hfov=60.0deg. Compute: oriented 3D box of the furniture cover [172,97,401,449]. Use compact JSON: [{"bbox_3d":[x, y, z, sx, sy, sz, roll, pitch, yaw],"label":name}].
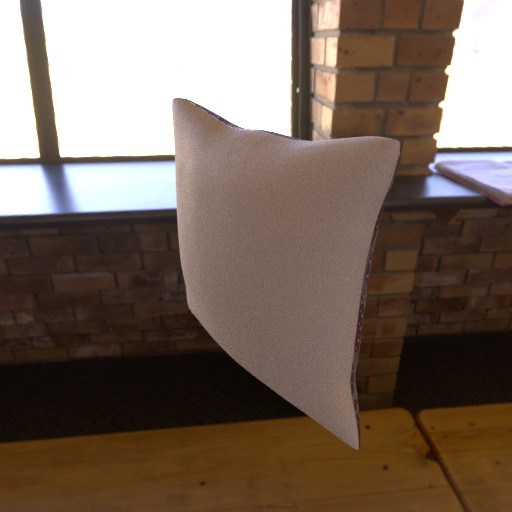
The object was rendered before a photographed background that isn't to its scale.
[{"bbox_3d":[0.000,0.000,0.817,0.193,0.509,0.552,-19,32,-33],"label":"furniture cover"}]
